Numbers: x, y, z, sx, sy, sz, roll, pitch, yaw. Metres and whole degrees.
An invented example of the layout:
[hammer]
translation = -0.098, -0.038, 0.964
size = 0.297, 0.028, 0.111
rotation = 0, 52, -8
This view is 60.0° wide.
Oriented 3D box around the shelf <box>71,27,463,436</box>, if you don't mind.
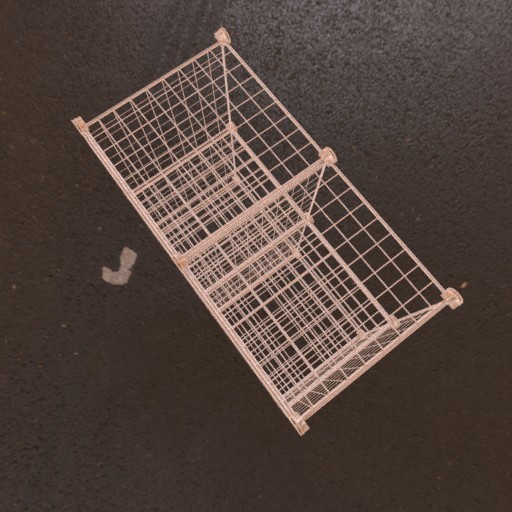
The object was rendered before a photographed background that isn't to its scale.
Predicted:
[shelf]
translation = 0.000, 0.000, 1.139
size = 0.356, 0.711, 0.711
rotation = -36, 78, -9
